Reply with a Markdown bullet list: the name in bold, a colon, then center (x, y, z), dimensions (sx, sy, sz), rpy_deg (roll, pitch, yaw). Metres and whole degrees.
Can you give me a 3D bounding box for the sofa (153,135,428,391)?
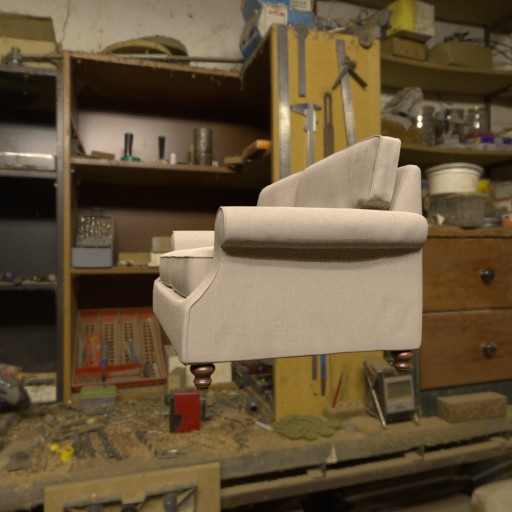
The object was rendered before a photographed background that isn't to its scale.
- **sofa**: center (0.000, 0.000, 2.312), dimensions (0.964, 0.937, 1.665), rpy_deg (0, 0, -17)
